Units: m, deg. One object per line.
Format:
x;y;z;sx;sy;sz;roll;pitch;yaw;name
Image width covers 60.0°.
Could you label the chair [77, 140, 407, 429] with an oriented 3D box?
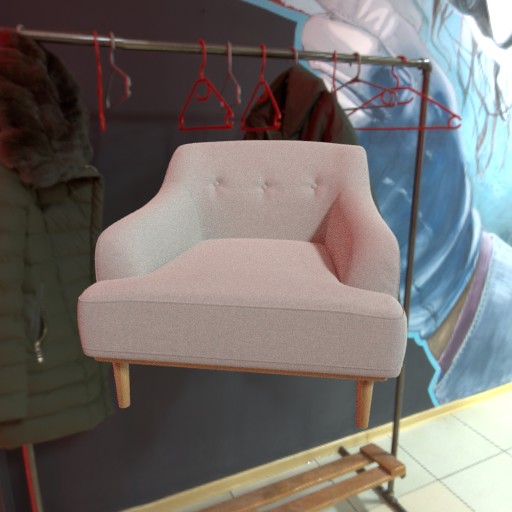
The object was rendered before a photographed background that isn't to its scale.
0.000;0.000;1.640;0.946;0.818;0.951;2;15;8;chair
